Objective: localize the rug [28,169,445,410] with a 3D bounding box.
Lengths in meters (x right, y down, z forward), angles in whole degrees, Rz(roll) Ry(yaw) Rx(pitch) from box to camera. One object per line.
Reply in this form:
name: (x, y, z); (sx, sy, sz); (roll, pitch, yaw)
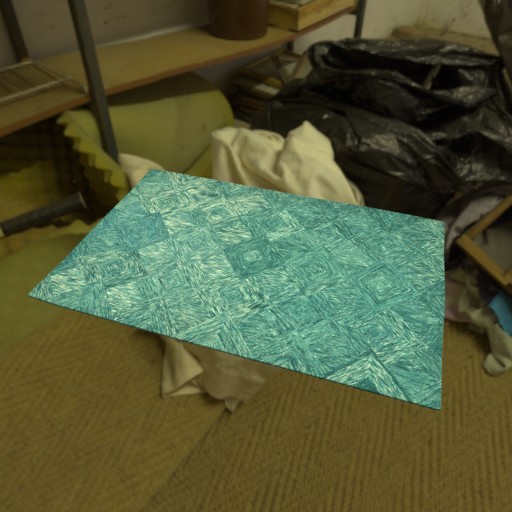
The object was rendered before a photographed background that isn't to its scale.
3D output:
rug: (0.000, 0.000, 2.127); (1.728, 0.017, 1.136); (12, 43, 14)
